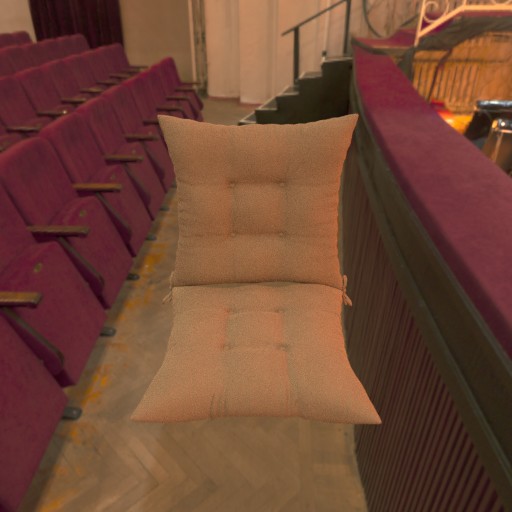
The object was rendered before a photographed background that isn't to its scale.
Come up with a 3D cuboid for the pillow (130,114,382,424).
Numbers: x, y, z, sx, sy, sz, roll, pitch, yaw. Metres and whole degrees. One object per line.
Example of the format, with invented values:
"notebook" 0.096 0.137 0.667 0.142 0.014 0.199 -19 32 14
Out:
"pillow" 0.000 0.000 1.025 0.541 0.536 0.585 0 30 1
